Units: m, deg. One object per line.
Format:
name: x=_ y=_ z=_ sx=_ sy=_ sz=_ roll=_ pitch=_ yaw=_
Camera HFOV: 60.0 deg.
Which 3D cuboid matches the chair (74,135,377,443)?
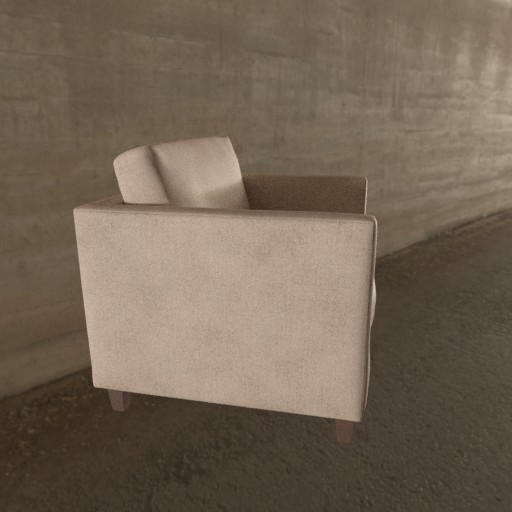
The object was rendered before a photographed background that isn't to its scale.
chair: x=0.000 y=0.000 z=1.863 sx=0.959 sy=0.961 sz=1.133 roll=3 pitch=17 yaw=11
